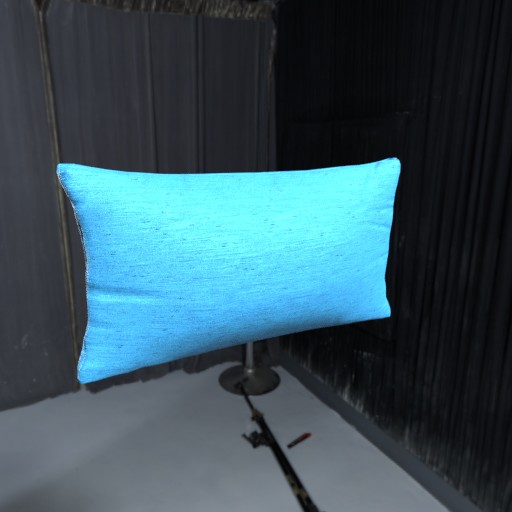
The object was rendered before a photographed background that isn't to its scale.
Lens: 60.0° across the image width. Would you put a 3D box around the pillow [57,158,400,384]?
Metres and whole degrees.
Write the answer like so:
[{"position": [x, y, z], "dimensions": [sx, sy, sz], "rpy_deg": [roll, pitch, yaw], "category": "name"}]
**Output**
[{"position": [0.000, 0.000, 0.798], "dimensions": [0.633, 0.338, 0.210], "rpy_deg": [-7, 16, -26], "category": "pillow"}]
